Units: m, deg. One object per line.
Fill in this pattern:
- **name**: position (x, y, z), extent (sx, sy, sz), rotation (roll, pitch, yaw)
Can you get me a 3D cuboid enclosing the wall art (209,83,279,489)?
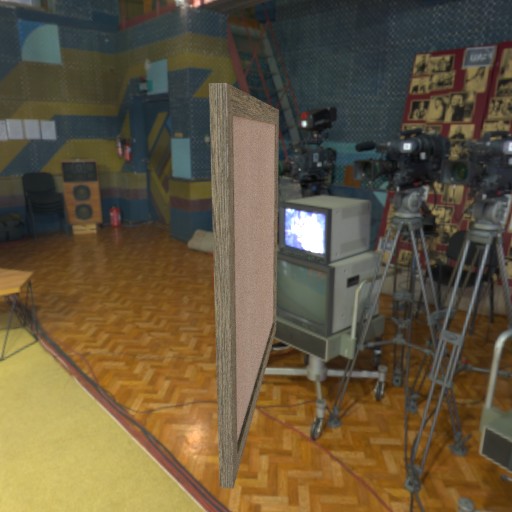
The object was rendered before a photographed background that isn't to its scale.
- **wall art**: position (0.000, 0.000, 0.769), extent (0.019, 0.508, 0.508), rotation (2, 15, 9)
